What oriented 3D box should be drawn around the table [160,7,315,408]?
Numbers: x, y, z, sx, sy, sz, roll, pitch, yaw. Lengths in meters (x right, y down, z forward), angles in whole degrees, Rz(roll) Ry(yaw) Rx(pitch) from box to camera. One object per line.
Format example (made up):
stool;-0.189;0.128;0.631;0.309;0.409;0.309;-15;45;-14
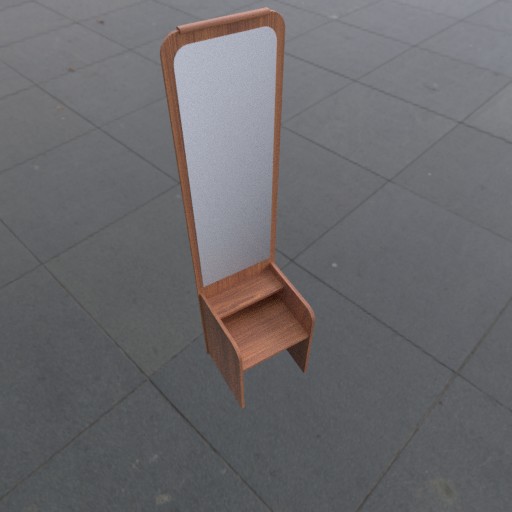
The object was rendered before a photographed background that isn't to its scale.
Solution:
table;0.000;0.000;1.936;0.450;1.830;0.420;-24;52;-20
